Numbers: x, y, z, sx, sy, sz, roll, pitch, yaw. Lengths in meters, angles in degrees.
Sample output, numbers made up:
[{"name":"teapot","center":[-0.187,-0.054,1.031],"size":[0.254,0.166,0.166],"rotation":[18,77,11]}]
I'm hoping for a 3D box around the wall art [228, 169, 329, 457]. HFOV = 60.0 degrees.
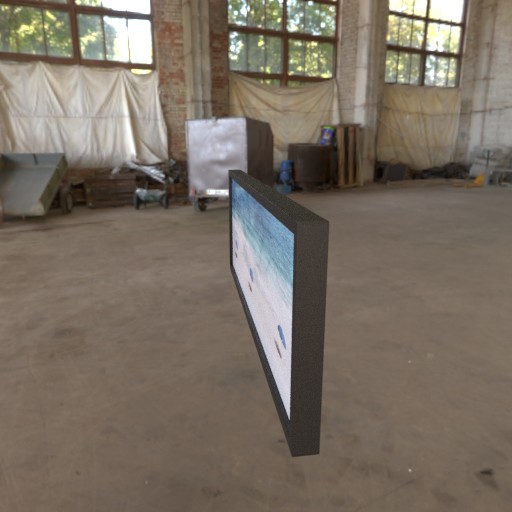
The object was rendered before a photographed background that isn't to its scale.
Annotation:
[{"name":"wall art","center":[0.000,0.000,0.939],"size":[0.037,0.303,0.860],"rotation":[-2,15,-8]}]
